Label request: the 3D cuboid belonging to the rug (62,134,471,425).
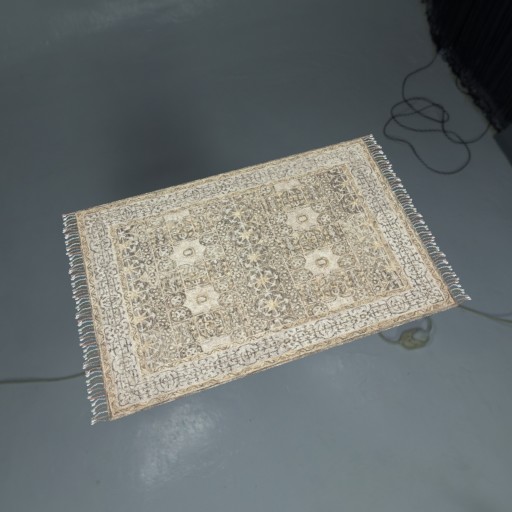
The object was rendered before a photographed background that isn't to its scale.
[{"bbox_3d":[0.000,0.000,2.494,2.029,0.010,1.237,-16,64,-8],"label":"rug"}]
